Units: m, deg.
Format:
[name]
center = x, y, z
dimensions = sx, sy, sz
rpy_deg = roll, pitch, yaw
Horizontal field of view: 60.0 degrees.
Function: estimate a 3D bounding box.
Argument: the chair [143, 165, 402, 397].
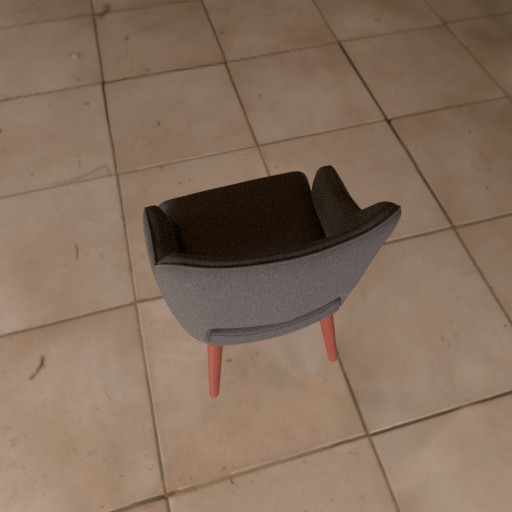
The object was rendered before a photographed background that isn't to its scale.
[chair]
center = 0.000, 0.000, 1.229
dimensions = 0.559, 0.838, 0.560
rpy_deg = -14, 60, -9
